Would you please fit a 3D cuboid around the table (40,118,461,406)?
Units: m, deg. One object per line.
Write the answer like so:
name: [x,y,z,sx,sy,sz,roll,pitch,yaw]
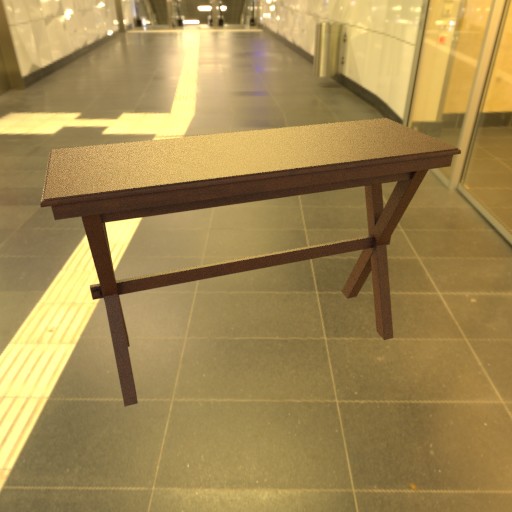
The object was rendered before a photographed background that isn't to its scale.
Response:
table: [0.000,0.000,1.549,1.197,0.763,0.399,-10,33,-16]
